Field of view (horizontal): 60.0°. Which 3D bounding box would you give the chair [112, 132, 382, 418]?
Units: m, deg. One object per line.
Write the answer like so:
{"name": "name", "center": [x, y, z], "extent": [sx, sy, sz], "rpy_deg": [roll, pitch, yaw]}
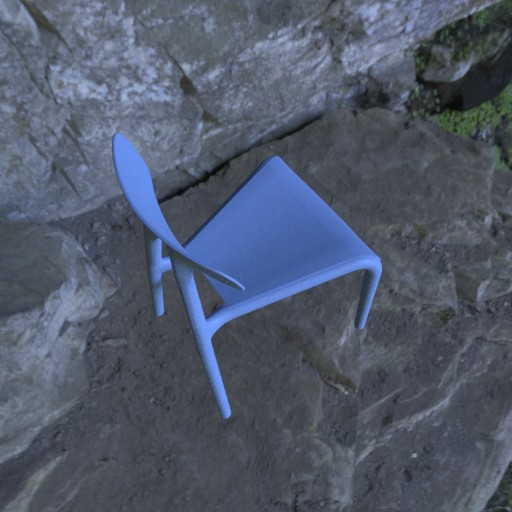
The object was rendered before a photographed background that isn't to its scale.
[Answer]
{"name": "chair", "center": [0.000, 0.000, 0.840], "extent": [0.401, 0.580, 0.356], "rpy_deg": [-32, 65, -17]}
